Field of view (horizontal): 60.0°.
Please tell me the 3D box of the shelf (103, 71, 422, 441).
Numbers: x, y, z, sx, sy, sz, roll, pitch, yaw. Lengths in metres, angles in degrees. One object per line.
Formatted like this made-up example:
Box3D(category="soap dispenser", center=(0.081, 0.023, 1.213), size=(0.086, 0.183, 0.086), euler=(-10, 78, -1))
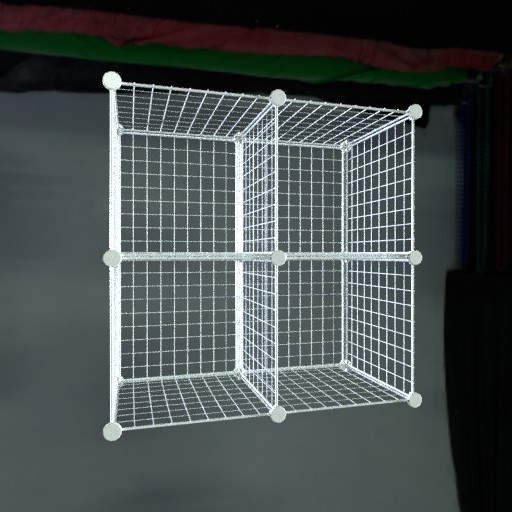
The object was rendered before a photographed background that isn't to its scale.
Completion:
Box3D(category="shelf", center=(0.000, 0.000, 1.117), size=(0.711, 0.711, 0.356), euler=(0, 0, -16))
